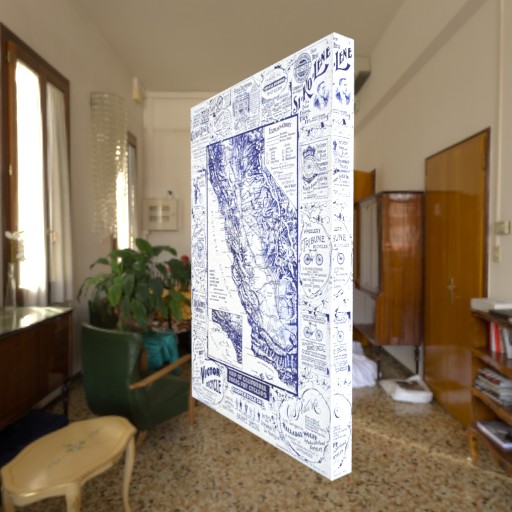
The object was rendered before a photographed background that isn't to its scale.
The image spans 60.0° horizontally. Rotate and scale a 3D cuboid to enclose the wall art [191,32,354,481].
[{"bbox_3d":[0.000,0.000,0.769,0.040,0.601,0.408,-1,2,-36],"label":"wall art"}]
